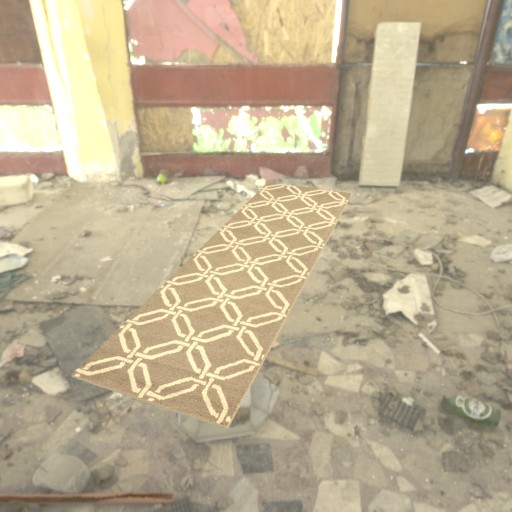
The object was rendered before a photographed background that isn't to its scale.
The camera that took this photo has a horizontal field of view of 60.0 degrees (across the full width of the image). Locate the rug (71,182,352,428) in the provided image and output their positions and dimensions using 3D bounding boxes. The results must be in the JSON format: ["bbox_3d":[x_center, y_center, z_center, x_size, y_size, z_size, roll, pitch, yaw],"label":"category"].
[{"bbox_3d":[0.000,0.000,2.550,0.678,0.014,2.276,11,32,18],"label":"rug"}]
